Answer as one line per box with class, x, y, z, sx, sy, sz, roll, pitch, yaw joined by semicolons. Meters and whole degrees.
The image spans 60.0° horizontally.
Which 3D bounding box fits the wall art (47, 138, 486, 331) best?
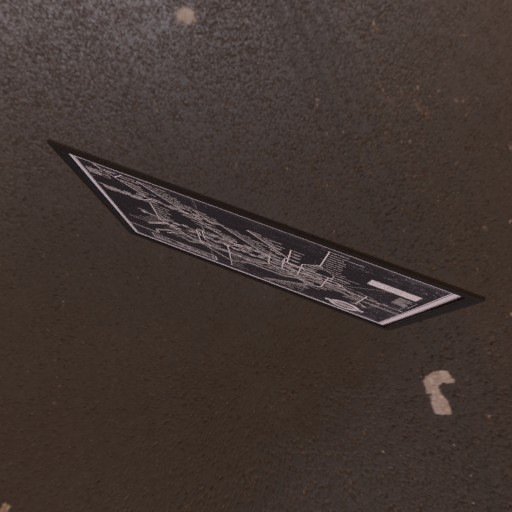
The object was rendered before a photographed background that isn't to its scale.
wall art;0.000;0.000;1.519;1.192;0.811;0.013;20;76;5
